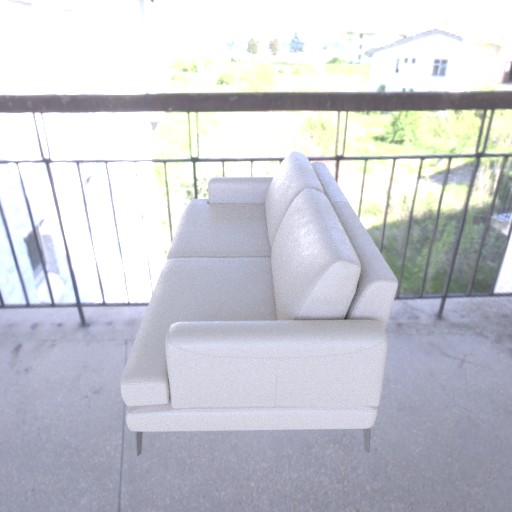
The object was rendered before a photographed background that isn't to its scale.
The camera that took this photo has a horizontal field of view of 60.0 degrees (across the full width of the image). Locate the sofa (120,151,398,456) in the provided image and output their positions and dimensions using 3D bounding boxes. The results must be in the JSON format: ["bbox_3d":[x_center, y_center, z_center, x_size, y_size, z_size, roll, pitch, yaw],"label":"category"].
[{"bbox_3d":[0.000,0.000,2.364,0.974,0.765,1.940,0,26,-1],"label":"sofa"}]
